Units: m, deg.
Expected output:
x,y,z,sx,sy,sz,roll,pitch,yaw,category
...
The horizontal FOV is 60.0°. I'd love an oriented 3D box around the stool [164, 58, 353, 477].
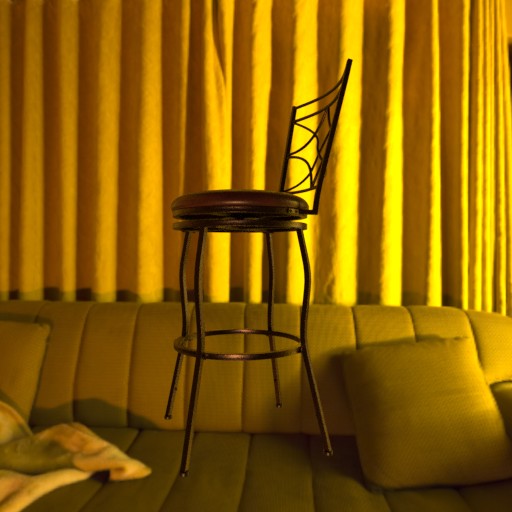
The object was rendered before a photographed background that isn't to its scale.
x,y,z,sx,sy,sz,roll,pitch,yaw,category
0.000,0.000,1.399,0.534,1.117,0.434,0,0,-17,stool
